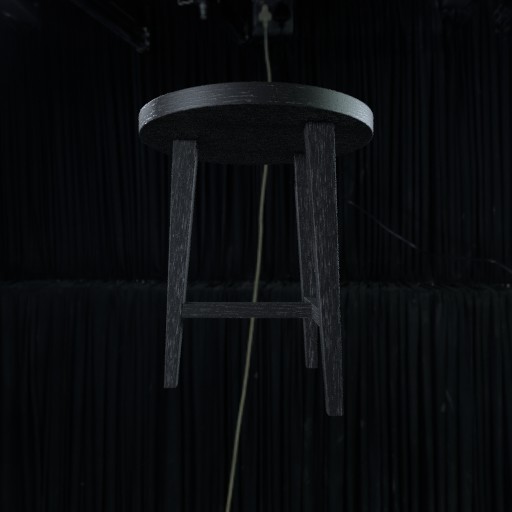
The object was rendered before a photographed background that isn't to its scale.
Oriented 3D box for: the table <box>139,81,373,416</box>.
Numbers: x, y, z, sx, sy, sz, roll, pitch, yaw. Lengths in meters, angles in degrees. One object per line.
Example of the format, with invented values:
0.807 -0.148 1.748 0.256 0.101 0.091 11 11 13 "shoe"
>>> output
0.000 0.000 0.782 0.399 0.460 0.399 0 0 0 "table"
